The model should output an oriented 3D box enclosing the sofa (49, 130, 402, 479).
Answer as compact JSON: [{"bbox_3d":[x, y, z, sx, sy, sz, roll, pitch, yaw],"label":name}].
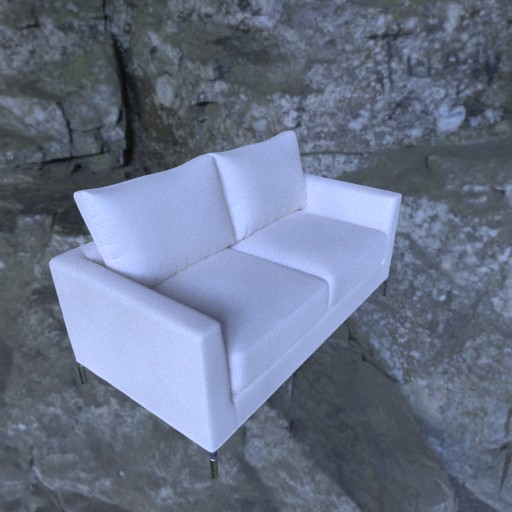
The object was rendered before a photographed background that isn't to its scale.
[{"bbox_3d":[0.000,0.000,2.327,0.906,0.995,1.739,19,32,32],"label":"sofa"}]
